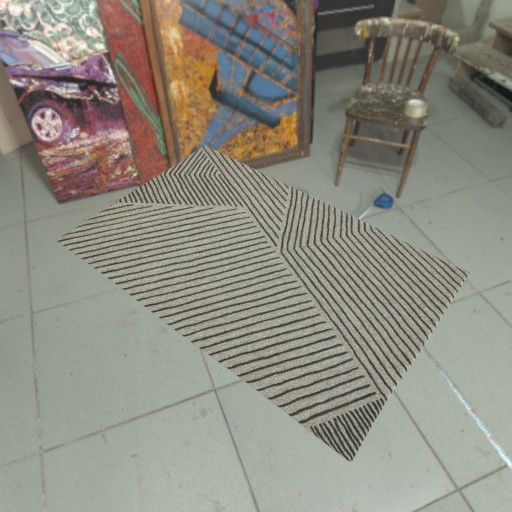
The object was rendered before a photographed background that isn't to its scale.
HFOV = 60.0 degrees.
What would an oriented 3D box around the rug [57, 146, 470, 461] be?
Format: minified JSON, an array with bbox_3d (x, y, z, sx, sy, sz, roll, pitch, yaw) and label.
[{"bbox_3d":[0.000,0.000,3.039,2.406,0.023,1.539,30,54,25],"label":"rug"}]
